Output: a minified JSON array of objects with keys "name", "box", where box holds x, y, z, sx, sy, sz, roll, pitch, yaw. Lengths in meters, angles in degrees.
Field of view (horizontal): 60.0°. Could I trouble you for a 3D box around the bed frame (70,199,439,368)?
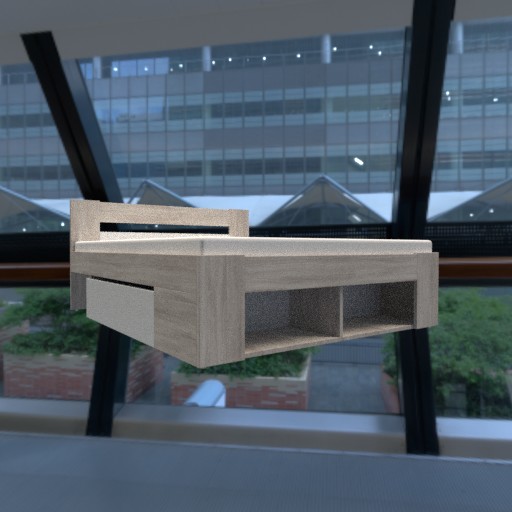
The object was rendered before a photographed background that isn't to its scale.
[{"name":"bed frame","box":[0.000,0.000,3.173,2.040,0.860,2.050,-1,1,-36]}]
